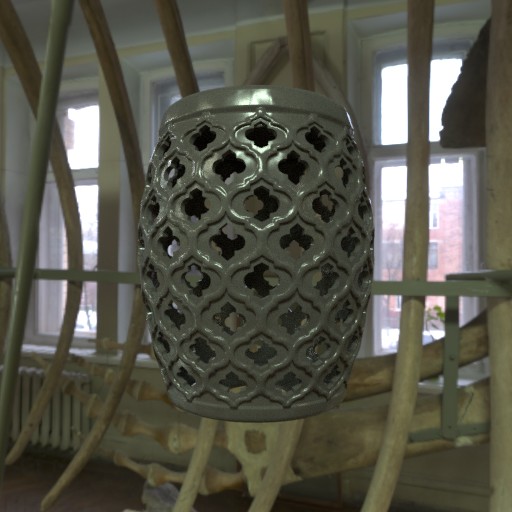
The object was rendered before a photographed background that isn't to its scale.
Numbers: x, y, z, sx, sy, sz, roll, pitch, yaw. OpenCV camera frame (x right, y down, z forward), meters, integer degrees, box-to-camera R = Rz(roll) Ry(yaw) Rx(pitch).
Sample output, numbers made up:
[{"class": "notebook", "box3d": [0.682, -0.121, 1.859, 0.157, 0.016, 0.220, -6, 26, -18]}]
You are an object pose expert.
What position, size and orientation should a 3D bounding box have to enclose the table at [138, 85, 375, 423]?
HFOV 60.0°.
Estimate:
[{"class": "table", "box3d": [0.000, 0.000, 0.628, 0.325, 0.388, 0.325, 0, -1, 0]}]
